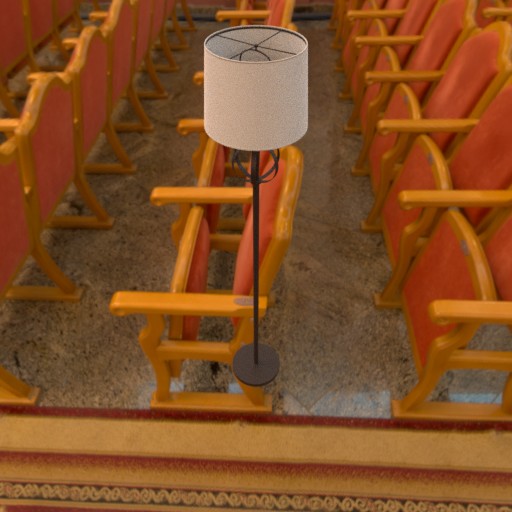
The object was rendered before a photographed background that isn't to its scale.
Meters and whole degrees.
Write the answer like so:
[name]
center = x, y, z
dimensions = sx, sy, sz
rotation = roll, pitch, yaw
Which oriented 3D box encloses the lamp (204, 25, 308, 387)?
[lamp]
center = 0.000, 0.000, 1.592
dimensions = 0.286, 1.462, 0.286
rotation = 2, 45, 2
